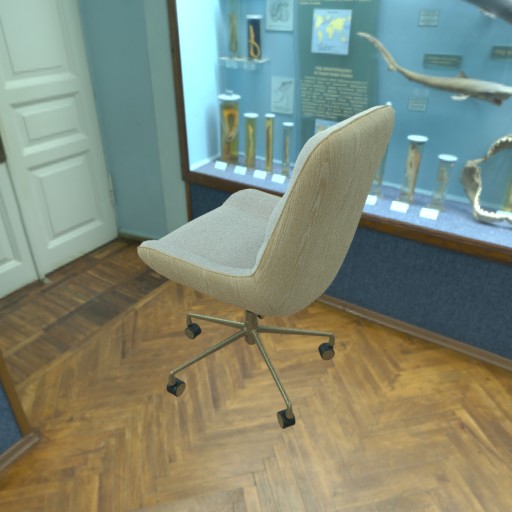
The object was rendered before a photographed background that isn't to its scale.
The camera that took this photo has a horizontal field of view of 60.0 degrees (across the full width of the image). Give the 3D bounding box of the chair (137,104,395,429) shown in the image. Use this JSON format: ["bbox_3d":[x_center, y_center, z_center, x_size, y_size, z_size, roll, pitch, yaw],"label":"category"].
[{"bbox_3d":[0.000,0.000,1.395,0.668,0.952,0.564,19,35,29],"label":"chair"}]
